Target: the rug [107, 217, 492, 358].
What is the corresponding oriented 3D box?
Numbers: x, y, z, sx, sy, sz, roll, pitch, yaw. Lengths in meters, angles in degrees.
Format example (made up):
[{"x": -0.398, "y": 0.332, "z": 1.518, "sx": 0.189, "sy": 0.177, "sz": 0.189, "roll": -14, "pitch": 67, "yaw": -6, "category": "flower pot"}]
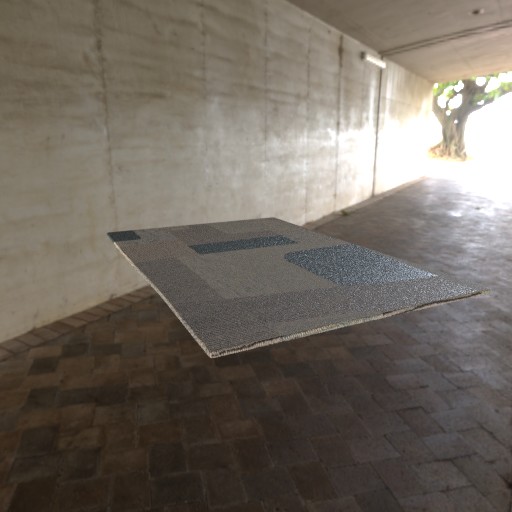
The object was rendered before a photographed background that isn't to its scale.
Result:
[{"x": 0.000, "y": 0.000, "z": 2.336, "sx": 1.238, "sy": 0.020, "sz": 1.847, "roll": -8, "pitch": 17, "yaw": -26, "category": "rug"}]
